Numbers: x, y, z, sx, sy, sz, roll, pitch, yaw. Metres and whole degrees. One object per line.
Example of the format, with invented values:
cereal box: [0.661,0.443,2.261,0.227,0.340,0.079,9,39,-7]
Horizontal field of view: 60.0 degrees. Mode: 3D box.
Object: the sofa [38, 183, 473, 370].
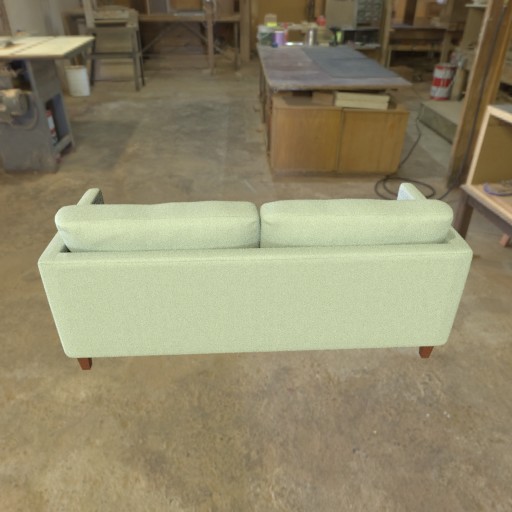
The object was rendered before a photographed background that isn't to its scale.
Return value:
sofa: [0.000,0.000,2.732,2.208,0.965,0.951,-1,32,-2]
